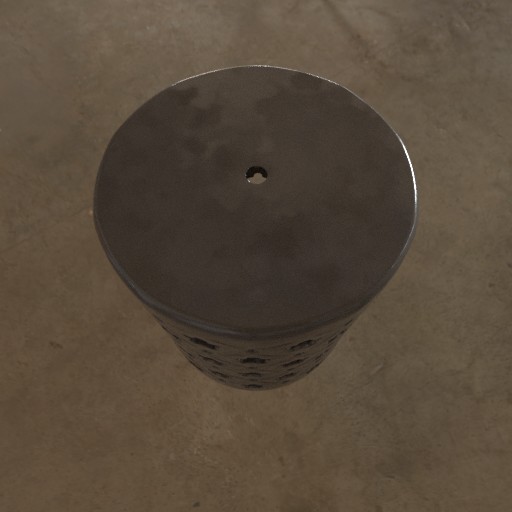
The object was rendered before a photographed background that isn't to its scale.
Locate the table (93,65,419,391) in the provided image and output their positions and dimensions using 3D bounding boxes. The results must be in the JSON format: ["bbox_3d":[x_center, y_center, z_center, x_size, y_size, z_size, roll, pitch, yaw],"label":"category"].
[{"bbox_3d":[0.000,0.000,0.643,0.352,0.387,0.352,0,63,0],"label":"table"}]
